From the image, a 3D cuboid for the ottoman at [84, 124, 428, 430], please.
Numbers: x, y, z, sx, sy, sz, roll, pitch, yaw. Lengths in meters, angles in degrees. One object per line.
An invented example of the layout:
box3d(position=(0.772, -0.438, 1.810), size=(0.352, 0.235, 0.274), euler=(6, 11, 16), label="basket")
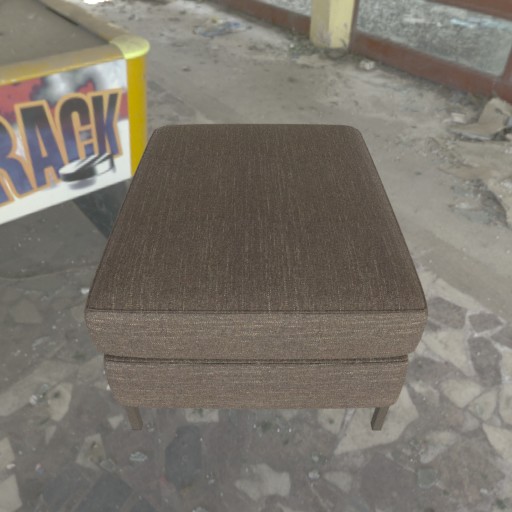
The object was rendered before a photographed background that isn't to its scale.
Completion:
box3d(position=(0.000, 0.000, 1.233), size=(0.671, 0.490, 0.820), euler=(0, 41, 0), label="ottoman")
